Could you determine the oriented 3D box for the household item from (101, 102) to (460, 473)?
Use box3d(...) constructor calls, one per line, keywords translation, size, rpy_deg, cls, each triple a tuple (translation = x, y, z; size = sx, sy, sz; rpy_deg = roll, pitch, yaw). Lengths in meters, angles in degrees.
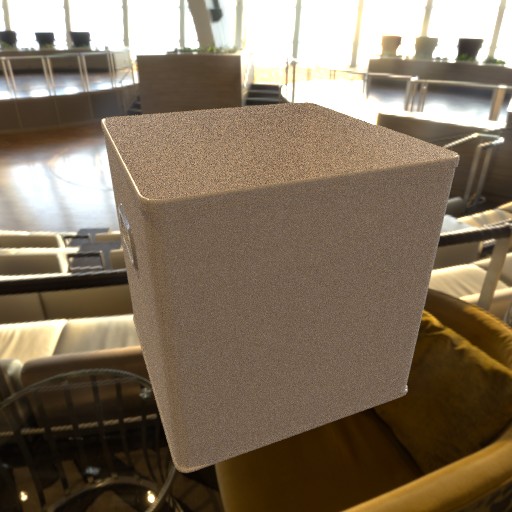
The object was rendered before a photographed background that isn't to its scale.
box3d(translation=(0.000, 0.000, 0.558), size=(0.305, 0.305, 0.305), rpy_deg=(-11, 31, -20), cls="household item")
